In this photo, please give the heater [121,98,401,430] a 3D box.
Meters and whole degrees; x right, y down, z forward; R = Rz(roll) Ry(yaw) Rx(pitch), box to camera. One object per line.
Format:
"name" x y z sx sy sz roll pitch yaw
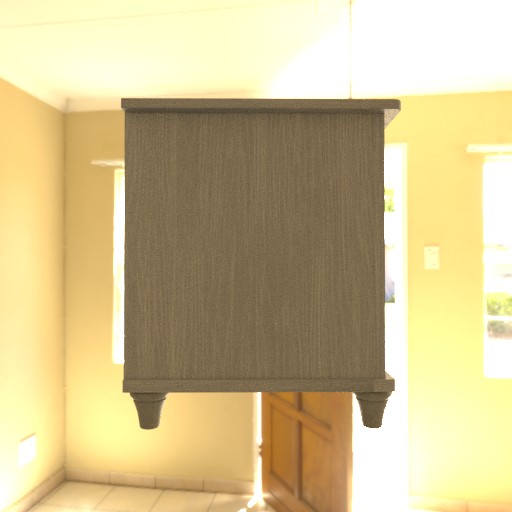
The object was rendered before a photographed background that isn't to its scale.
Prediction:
"heater" 0.000 0.000 0.762 0.400 0.481 0.362 0 -1 0
